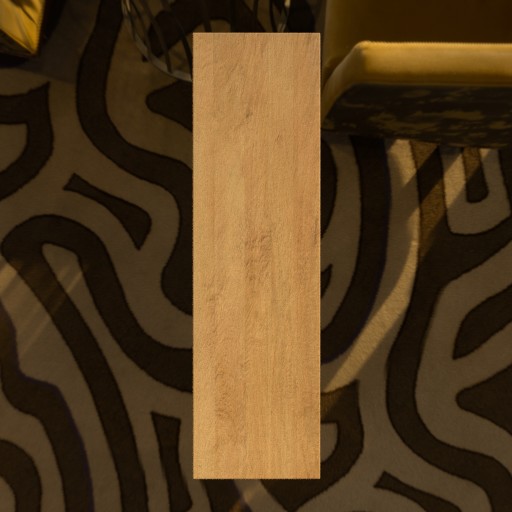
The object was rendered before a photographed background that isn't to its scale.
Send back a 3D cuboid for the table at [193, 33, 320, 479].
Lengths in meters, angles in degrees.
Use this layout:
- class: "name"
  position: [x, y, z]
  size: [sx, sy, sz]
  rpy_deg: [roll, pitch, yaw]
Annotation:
- class: "table"
  position: [0.000, 0.000, 1.789]
  size: [0.399, 0.799, 1.400]
  rpy_deg: [0, 90, 0]
